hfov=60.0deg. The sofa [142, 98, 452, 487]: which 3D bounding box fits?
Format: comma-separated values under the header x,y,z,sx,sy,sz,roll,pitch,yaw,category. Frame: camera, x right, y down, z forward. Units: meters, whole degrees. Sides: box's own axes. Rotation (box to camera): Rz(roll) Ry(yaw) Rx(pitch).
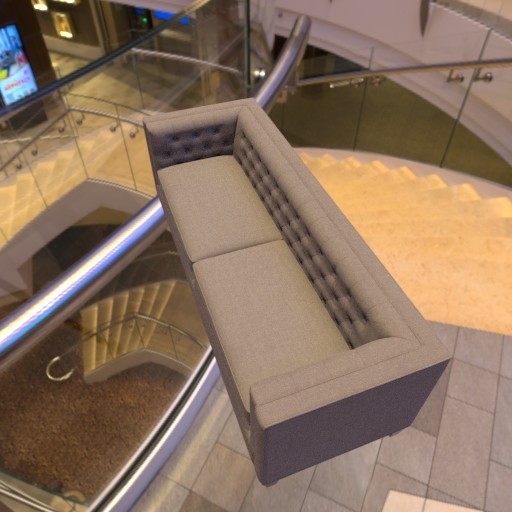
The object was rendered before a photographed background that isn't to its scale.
x,y,z,sx,sy,sz,roll,pitch,yaw,category
0.000,0.000,2.523,0.775,0.762,2.159,-15,48,-14,sofa
